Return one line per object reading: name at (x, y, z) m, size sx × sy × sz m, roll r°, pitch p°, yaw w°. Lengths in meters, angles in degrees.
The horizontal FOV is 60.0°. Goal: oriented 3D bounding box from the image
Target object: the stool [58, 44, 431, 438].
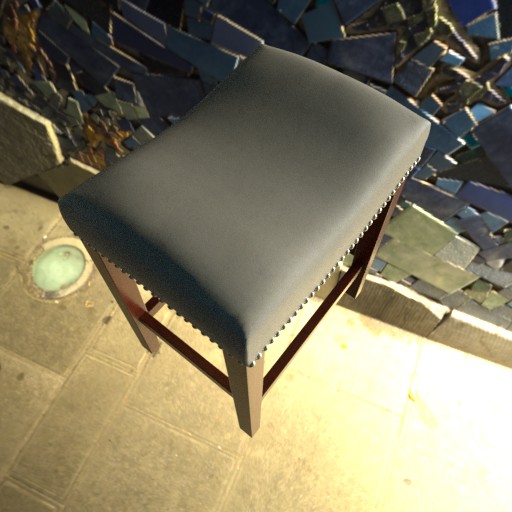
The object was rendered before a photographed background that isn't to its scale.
stool at (0.000, 0.000, 0.938) m, size 0.375 × 0.632 × 0.509 m, roll 34°, pitch 64°, yaw 19°
